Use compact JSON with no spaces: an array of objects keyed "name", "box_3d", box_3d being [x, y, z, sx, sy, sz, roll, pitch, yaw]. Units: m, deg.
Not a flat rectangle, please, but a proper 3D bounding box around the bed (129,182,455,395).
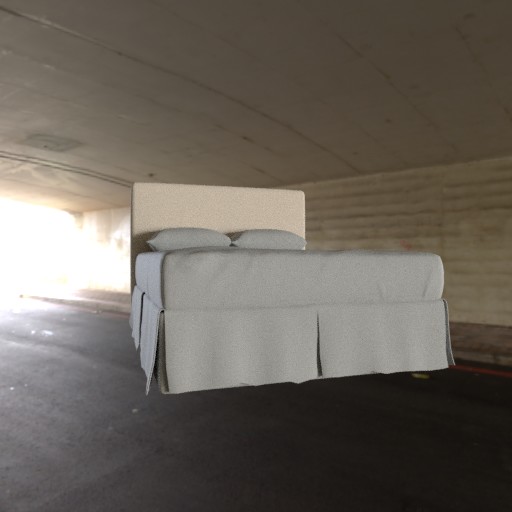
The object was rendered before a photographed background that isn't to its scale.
[{"name":"bed","box_3d":[0.000,0.000,3.265,1.748,1.330,2.142,0,0,-19]}]
